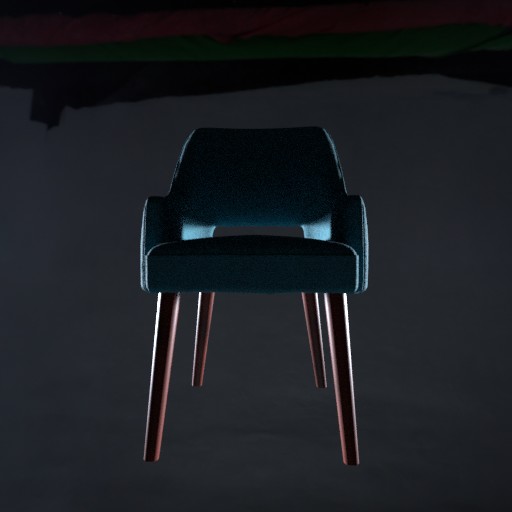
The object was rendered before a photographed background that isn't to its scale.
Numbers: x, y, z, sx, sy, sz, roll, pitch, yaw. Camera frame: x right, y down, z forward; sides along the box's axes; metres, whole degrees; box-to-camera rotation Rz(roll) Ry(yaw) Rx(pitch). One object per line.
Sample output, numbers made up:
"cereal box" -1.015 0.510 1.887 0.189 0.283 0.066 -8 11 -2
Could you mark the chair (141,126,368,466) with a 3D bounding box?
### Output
"chair" 0.000 0.000 1.205 0.548 0.849 0.605 0 0 2
